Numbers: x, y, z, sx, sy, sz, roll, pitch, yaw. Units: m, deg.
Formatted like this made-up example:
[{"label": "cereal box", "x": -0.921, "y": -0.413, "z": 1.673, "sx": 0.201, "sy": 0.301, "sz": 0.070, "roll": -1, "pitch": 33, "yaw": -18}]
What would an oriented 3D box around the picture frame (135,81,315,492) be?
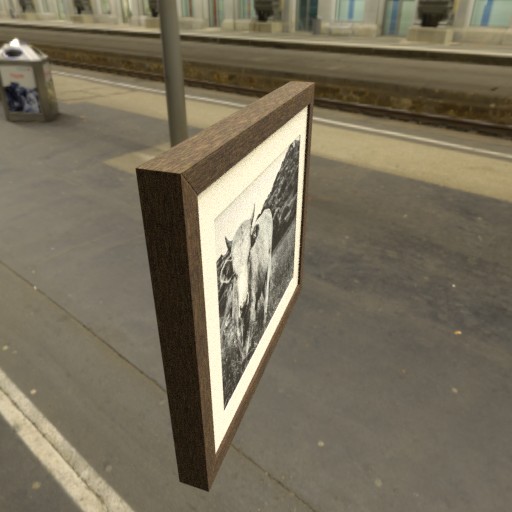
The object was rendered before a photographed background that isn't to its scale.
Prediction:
[{"label": "picture frame", "x": 0.000, "y": 0.000, "z": 0.518, "sx": 0.033, "sy": 0.330, "sz": 0.378, "roll": 10, "pitch": 31, "yaw": 17}]
